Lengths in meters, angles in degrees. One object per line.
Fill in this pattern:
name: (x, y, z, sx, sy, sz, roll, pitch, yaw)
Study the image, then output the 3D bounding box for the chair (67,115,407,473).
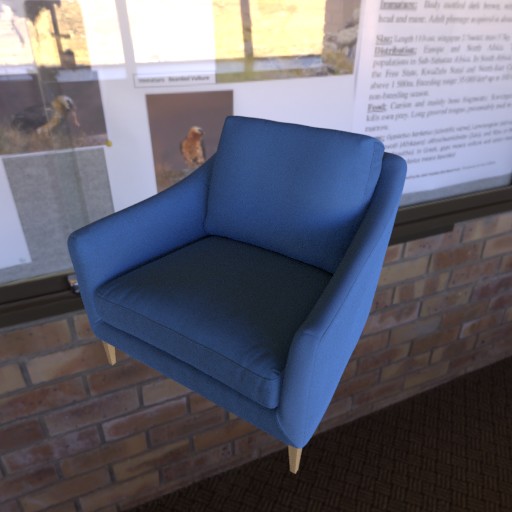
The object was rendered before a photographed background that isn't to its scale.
chair: (0.000, 0.000, 1.700, 0.987, 0.899, 0.961, 19, 35, 29)
